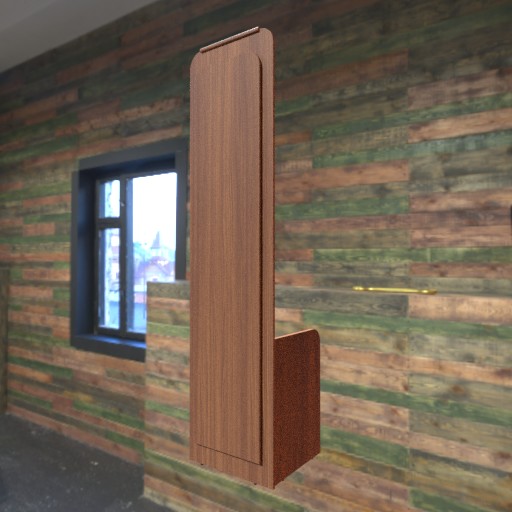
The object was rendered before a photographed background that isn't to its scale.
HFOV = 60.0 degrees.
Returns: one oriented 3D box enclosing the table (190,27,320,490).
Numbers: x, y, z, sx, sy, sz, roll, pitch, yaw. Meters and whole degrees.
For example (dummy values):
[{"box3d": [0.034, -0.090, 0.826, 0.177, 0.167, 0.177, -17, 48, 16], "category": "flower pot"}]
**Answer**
[{"box3d": [0.000, 0.000, 2.016, 0.450, 1.830, 0.420, -1, -1, 36], "category": "table"}]
